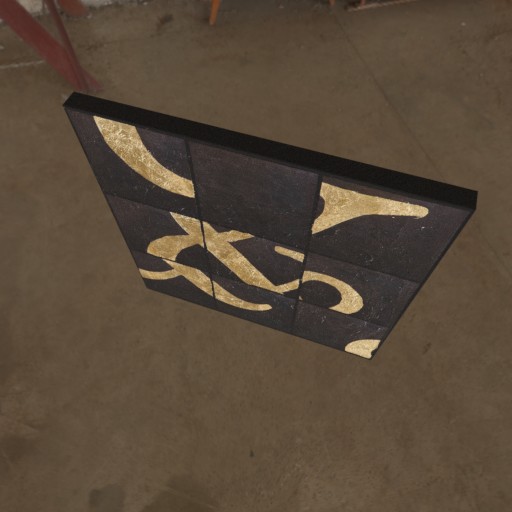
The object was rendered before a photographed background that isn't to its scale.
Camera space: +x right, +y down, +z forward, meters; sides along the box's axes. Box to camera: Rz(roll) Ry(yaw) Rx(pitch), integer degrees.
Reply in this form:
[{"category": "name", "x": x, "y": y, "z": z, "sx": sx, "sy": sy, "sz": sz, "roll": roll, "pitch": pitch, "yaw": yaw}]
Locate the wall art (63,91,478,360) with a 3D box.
[{"category": "wall art", "x": 0.000, "y": 0.000, "z": 1.106, "sx": 0.758, "sy": 0.758, "sz": 0.044, "roll": 16, "pitch": 60, "yaw": 10}]
